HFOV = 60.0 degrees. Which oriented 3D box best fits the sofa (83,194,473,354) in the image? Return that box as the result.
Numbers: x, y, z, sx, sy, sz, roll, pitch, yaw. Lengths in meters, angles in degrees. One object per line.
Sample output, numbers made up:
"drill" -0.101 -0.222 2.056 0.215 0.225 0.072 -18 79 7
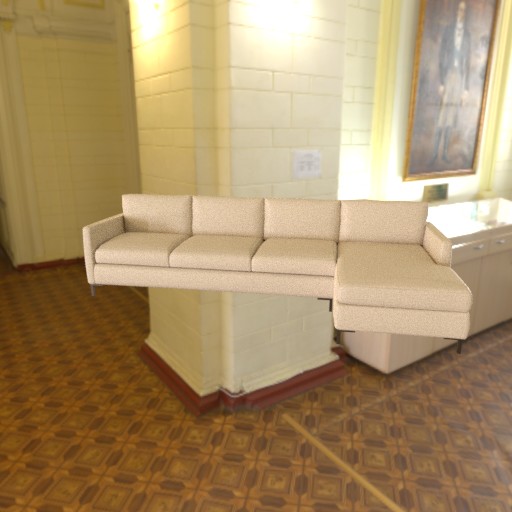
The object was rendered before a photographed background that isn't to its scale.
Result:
"sofa" 0.000 0.000 3.300 2.731 0.755 1.258 3 16 10
